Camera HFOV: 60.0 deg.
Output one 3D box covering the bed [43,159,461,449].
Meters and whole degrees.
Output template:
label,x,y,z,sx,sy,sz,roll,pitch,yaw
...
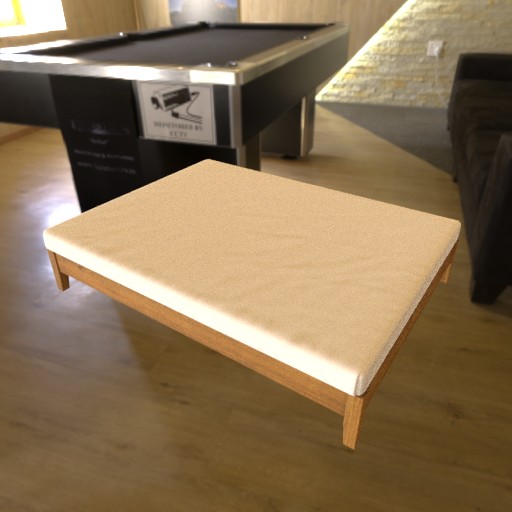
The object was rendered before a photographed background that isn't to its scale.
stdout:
label,x,y,z,sx,sy,sz,roll,pitch,yaw
bed,0.000,0.000,2.742,2.016,0.431,1.536,20,37,29
